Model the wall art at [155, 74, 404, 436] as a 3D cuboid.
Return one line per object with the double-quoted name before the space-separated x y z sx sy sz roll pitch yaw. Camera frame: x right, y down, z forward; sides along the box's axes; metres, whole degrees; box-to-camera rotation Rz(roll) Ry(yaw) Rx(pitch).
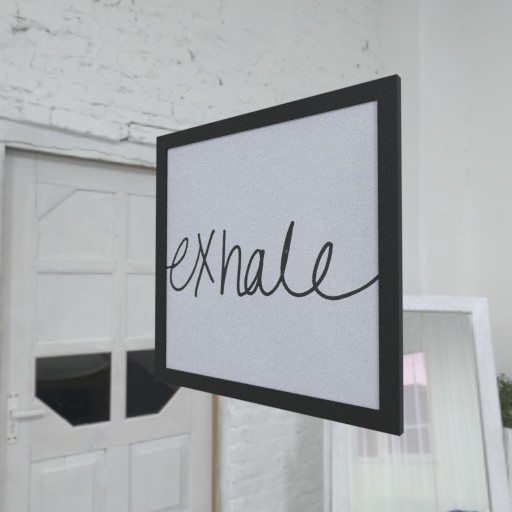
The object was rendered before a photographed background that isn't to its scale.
"wall art" 0.000 0.000 0.547 0.358 0.357 0.012 -1 -2 37
